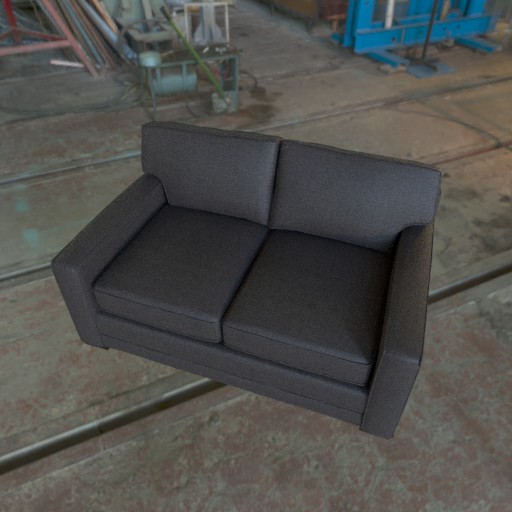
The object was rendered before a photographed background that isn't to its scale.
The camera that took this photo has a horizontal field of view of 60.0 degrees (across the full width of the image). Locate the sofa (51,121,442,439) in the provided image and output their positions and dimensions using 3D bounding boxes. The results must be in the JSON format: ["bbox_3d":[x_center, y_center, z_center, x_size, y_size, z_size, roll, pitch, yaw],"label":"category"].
[{"bbox_3d":[0.000,0.000,2.098,1.534,0.887,0.974,13,42,15],"label":"sofa"}]
